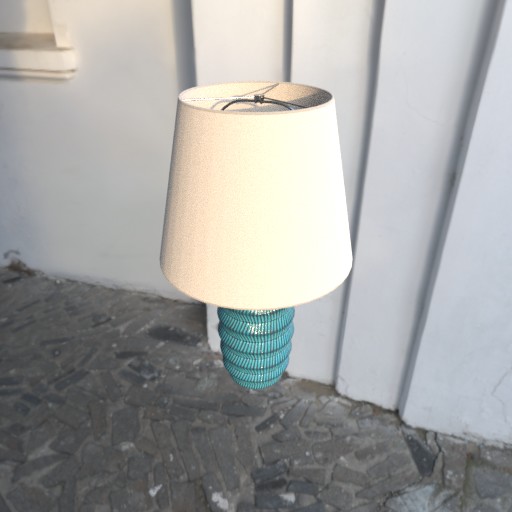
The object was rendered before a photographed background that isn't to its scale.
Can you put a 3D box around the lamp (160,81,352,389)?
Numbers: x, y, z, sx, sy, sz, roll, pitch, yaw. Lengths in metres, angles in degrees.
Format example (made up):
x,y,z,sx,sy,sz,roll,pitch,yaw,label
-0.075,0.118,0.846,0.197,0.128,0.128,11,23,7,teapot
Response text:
x,y,z,sx,sy,sz,roll,pitch,yaw,label
0.000,0.000,0.834,0.355,0.582,0.355,0,31,0,lamp
